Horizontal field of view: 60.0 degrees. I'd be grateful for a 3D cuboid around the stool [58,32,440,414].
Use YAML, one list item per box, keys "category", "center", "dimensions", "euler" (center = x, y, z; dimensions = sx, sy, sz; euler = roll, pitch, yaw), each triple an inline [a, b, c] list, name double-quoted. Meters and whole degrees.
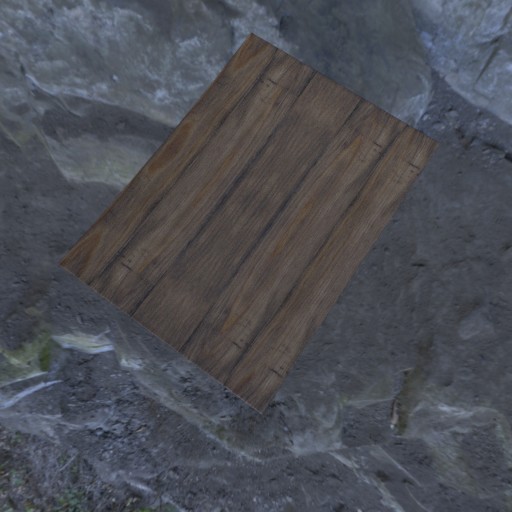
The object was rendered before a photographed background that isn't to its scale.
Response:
- category: "stool"
  center: [0.000, 0.000, 0.943]
  dimensions: [0.405, 0.625, 0.486]
  euler: [34, 78, 8]
